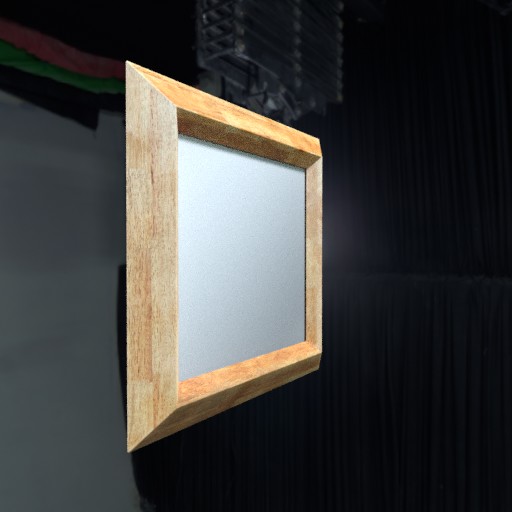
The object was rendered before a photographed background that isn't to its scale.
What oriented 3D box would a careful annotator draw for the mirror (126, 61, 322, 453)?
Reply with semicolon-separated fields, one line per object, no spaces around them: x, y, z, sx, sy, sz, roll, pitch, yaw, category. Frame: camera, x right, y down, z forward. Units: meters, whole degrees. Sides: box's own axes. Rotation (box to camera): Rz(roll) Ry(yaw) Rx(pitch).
0.000;0.000;0.981;0.047;0.651;0.651;1;1;37;mirror
